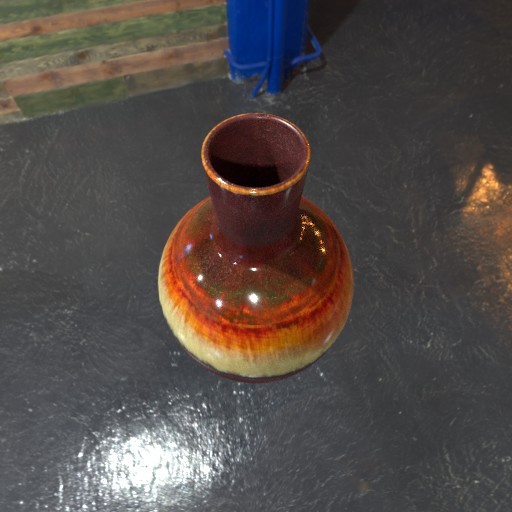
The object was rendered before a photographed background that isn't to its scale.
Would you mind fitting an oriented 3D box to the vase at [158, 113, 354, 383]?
[{"bbox_3d":[0.000,0.000,0.232,0.111,0.154,0.111,0,59,0],"label":"vase"}]
